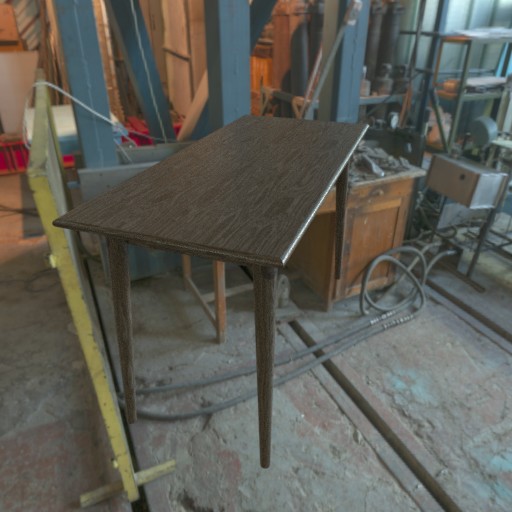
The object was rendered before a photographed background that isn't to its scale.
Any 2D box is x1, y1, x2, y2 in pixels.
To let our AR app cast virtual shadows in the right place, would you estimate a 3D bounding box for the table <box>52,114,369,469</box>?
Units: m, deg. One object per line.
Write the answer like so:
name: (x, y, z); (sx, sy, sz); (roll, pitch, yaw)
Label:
table: (0.000, 0.000, 1.727); (0.599, 0.780, 1.300); (10, 31, 17)
